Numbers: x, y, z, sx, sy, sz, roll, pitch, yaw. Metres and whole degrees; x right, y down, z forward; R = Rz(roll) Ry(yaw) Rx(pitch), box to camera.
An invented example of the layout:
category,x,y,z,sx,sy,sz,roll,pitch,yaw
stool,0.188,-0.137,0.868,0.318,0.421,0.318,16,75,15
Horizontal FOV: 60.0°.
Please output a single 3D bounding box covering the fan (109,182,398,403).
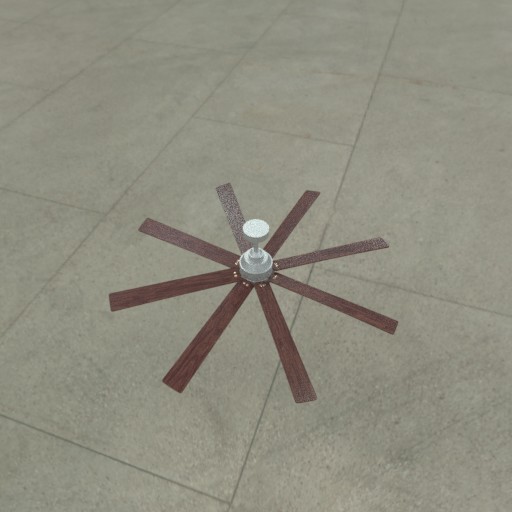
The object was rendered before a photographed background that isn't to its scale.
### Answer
category,x,y,z,sx,sy,sz,roll,pitch,yaw
fan,0.000,0.000,2.737,1.830,0.472,1.830,-12,48,-11
